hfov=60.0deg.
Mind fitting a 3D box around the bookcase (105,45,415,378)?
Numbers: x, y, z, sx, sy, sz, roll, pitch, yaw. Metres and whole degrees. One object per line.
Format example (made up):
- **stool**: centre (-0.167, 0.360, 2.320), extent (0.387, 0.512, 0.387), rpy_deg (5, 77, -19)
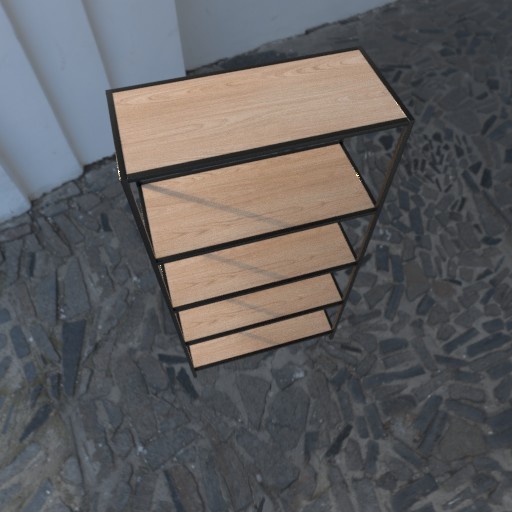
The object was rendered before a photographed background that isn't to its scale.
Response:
- **bookcase**: centre (0.000, 0.000, 1.823), extent (0.770, 1.500, 0.350), rpy_deg (-14, 58, -9)
